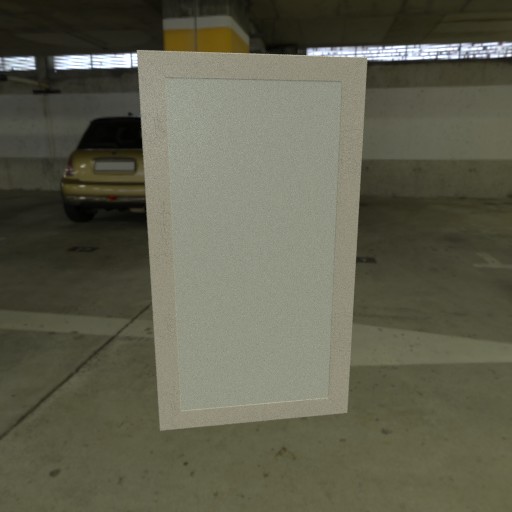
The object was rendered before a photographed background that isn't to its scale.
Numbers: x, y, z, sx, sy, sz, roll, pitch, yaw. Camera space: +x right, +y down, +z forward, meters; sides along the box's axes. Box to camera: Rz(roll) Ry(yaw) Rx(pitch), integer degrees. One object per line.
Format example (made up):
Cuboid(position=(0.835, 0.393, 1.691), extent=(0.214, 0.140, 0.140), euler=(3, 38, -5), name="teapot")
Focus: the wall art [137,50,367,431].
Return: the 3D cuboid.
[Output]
Cuboid(position=(0.000, 0.000, 0.812), extent=(0.380, 0.683, 0.013), euler=(-2, 14, -9), name="wall art")
